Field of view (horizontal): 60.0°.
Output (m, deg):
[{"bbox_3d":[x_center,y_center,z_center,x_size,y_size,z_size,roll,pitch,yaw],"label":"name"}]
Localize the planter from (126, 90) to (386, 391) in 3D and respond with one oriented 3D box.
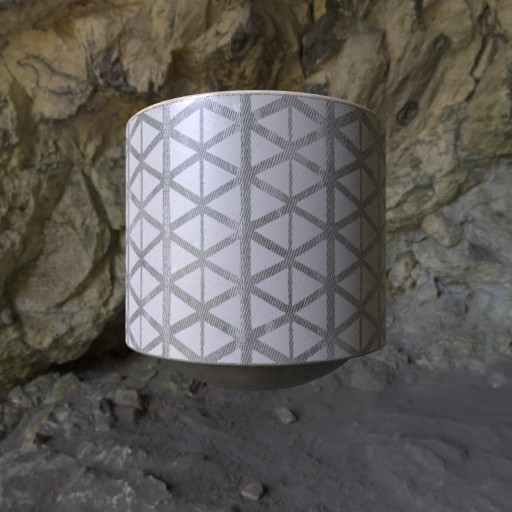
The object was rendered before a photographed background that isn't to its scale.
[{"bbox_3d":[0.000,0.000,0.337,0.190,0.181,0.190,0,0,0],"label":"planter"}]
